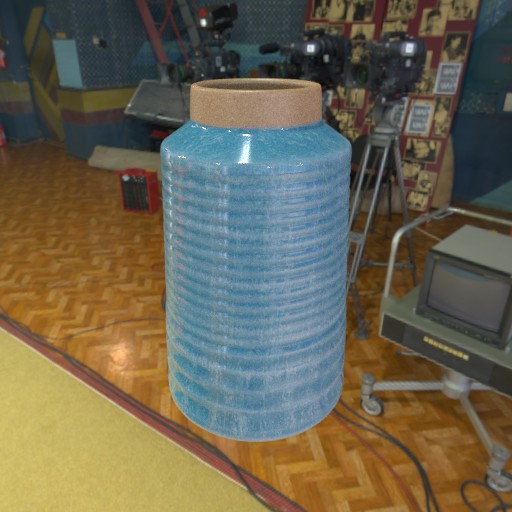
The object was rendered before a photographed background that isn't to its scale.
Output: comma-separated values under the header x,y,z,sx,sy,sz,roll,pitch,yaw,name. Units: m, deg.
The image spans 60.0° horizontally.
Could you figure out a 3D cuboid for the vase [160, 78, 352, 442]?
x,y,z,sx,sy,sz,roll,pitch,yaw,name
0.000,0.000,0.367,0.163,0.267,0.163,0,26,0,vase
